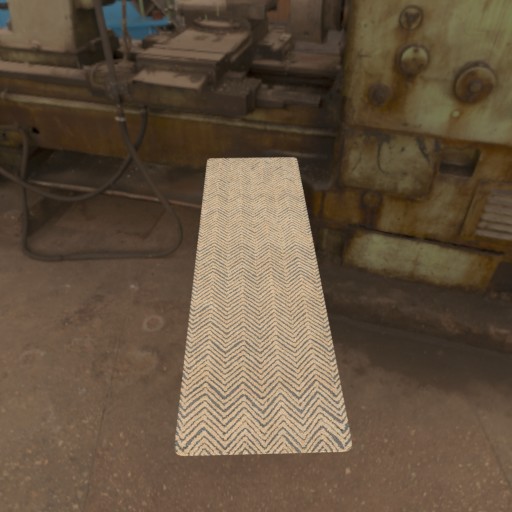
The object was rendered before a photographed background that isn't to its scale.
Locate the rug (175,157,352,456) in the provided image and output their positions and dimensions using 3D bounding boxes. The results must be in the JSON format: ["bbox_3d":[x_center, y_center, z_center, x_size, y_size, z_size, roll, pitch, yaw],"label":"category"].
[{"bbox_3d":[0.000,0.000,2.548,0.686,0.008,2.286,-1,41,-1],"label":"rug"}]
